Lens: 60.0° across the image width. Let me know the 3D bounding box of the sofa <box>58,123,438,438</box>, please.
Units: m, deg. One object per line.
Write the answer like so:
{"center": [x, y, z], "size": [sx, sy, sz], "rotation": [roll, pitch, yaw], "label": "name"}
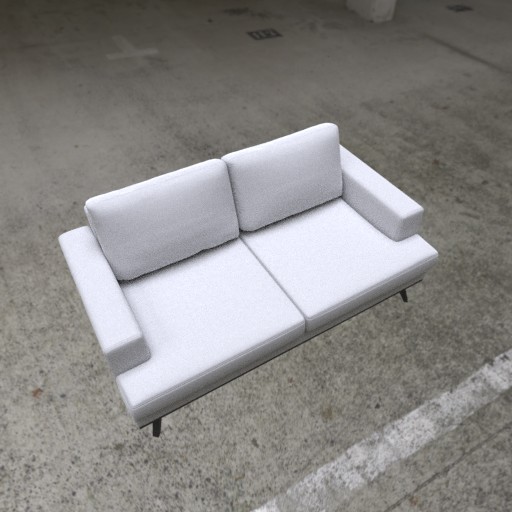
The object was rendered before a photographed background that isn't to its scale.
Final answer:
{"center": [0.000, 0.000, 2.219], "size": [1.650, 0.810, 0.920], "rotation": [-23, 50, -21], "label": "sofa"}
